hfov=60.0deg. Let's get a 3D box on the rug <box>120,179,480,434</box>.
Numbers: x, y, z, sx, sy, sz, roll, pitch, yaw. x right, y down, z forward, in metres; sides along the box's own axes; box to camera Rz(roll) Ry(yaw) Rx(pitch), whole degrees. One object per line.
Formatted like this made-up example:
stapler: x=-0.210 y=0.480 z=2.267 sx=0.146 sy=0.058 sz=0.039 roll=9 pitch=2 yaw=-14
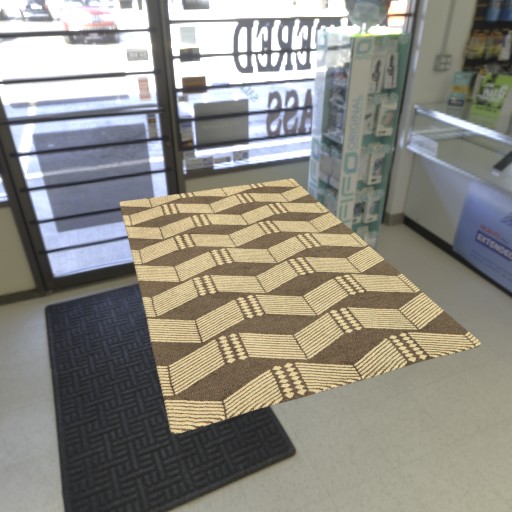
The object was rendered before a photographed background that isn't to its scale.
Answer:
rug: x=0.000 y=0.000 z=2.280 sx=1.210 sy=0.016 sz=1.833 roll=-10 pitch=33 yaw=-17
